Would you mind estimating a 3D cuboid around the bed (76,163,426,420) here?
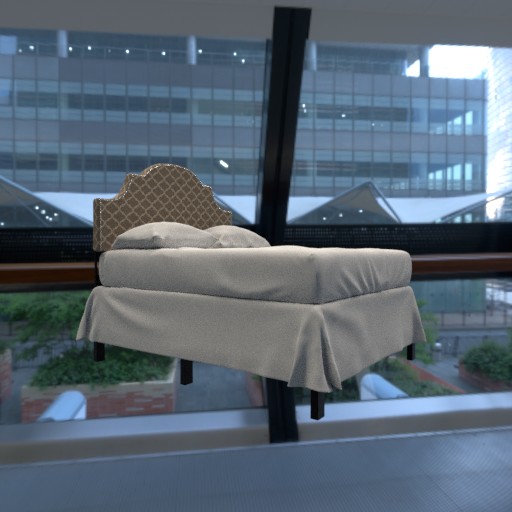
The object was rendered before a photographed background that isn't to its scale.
[{"bbox_3d":[0.000,0.000,3.474,2.222,1.633,1.780,1,1,37],"label":"bed"}]
